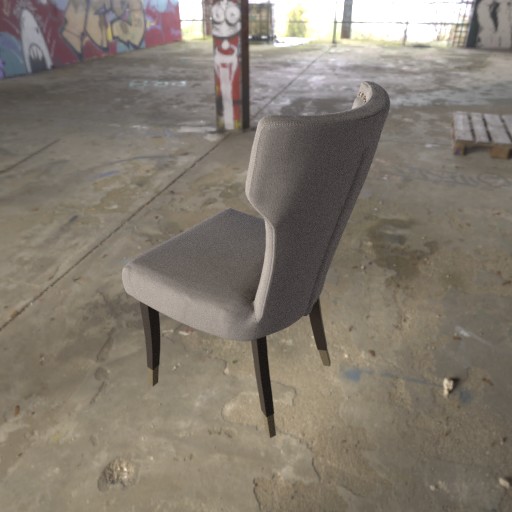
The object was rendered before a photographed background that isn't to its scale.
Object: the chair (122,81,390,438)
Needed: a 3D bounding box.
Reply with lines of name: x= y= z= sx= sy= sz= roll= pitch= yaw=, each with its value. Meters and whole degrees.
chair: x=0.000 y=0.000 z=1.312 sx=0.630 sy=0.950 sz=0.526 roll=20 pitch=36 yaw=30
